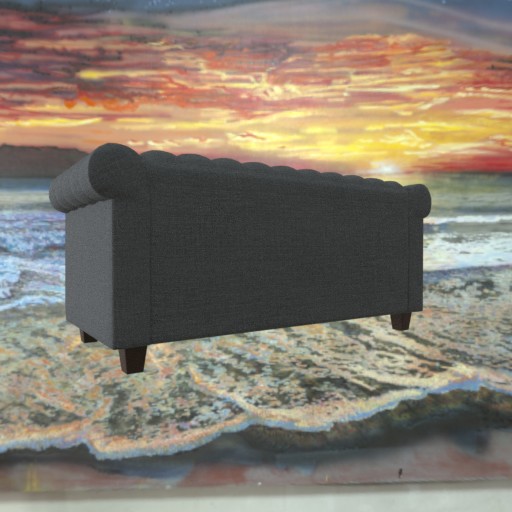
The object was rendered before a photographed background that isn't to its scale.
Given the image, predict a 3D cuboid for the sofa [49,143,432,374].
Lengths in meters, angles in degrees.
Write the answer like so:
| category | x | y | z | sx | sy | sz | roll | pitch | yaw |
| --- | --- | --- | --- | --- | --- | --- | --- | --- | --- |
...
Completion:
| category | x | y | z | sx | sy | sz | roll | pitch | yaw |
| --- | --- | --- | --- | --- | --- | --- | --- | --- | --- |
| sofa | 0.000 | 0.000 | 2.227 | 1.798 | 0.797 | 0.783 | -1 | 1 | -34 |
